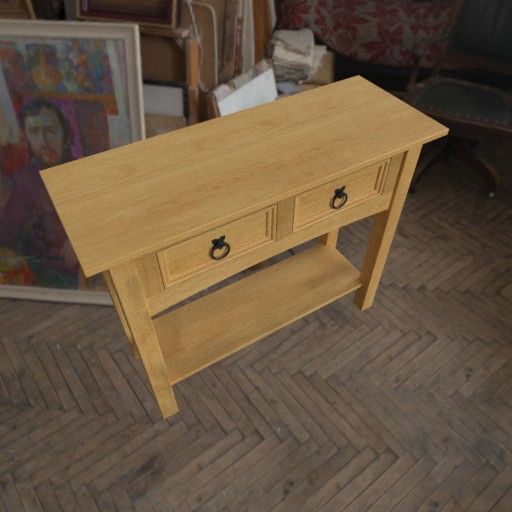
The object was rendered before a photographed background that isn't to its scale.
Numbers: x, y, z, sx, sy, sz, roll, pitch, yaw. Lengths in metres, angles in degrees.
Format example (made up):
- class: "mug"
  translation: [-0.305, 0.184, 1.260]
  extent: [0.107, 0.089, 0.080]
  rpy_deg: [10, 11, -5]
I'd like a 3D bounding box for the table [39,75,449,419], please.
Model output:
- class: "table"
  translation: [0.000, 0.000, 1.289]
  extent: [0.900, 0.728, 0.340]
  rpy_deg: [-24, 51, -21]
